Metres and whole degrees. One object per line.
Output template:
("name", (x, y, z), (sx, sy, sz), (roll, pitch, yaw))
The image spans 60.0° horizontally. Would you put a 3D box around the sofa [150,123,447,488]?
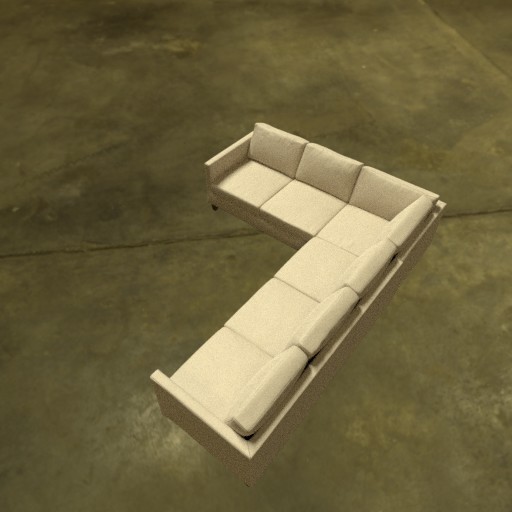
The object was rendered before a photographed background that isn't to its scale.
("sofa", (0.000, 0.000, 4.285), (2.432, 0.863, 3.182), (30, 53, 26))
